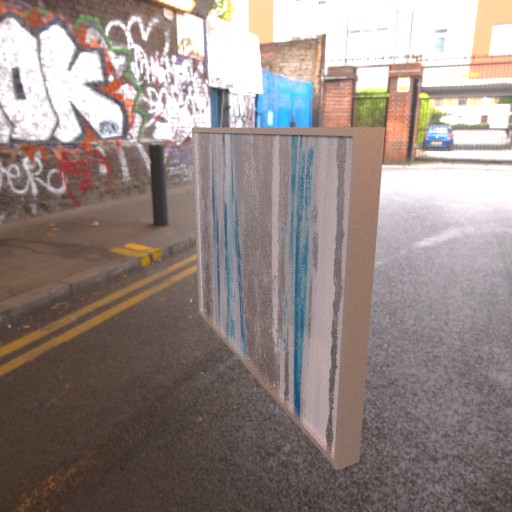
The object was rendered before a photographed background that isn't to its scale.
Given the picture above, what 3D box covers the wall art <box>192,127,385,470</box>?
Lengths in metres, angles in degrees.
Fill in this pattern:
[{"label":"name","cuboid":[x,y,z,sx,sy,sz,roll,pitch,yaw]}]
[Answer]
[{"label":"wall art","cuboid":[0.000,0.000,1.439,0.066,0.801,1.056,-8,18,-24]}]
